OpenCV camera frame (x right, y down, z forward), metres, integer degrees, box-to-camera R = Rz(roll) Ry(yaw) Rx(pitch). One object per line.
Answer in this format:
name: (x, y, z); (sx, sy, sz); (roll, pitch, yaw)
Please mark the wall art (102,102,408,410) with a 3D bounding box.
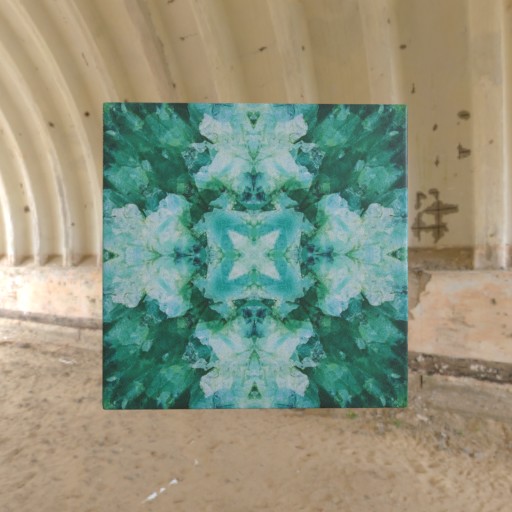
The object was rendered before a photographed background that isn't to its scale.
wall art: (0.000, 0.000, 0.754); (0.507, 0.508, 0.038); (0, 0, -1)
